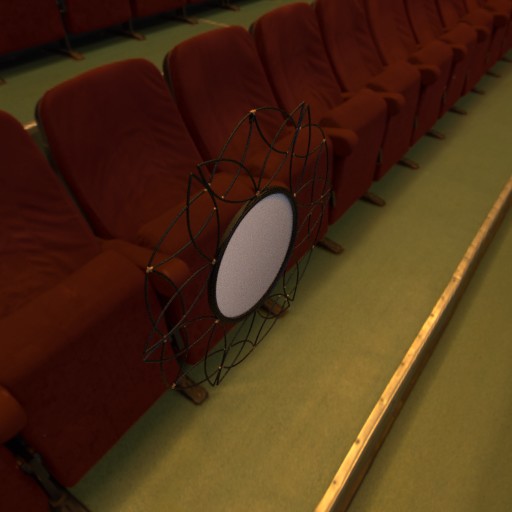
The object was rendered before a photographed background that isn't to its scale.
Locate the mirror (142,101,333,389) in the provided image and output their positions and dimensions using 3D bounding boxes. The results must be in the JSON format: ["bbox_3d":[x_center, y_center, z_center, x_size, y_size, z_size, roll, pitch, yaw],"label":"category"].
[{"bbox_3d":[0.000,0.000,1.151,0.028,0.775,0.797,25,47,27],"label":"mirror"}]
